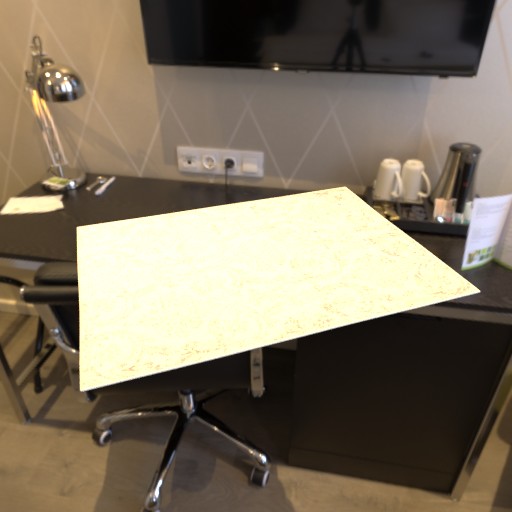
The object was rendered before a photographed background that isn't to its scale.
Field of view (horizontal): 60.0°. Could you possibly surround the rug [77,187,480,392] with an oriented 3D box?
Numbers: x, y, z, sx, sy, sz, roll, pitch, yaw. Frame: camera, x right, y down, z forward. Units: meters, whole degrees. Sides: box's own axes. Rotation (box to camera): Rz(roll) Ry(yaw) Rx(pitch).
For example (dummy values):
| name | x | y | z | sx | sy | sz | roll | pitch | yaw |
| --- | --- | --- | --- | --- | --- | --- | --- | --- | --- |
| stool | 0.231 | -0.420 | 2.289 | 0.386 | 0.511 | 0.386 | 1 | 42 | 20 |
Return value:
| name | x | y | z | sx | sy | sz | roll | pitch | yaw |
| --- | --- | --- | --- | --- | --- | --- | --- | --- | --- |
| rug | 0.000 | 0.000 | 2.896 | 2.202 | 0.014 | 1.598 | -11 | 34 | -16 |
